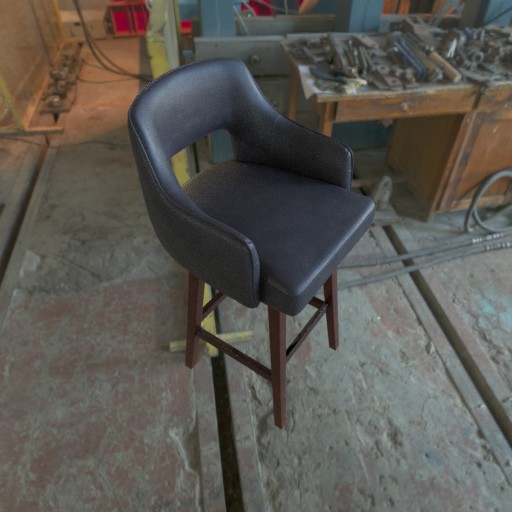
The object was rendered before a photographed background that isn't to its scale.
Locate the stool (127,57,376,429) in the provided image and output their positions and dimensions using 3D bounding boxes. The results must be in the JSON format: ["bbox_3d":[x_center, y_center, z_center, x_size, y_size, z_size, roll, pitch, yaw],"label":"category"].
[{"bbox_3d":[0.000,0.000,1.396,0.560,1.041,0.550,26,49,25],"label":"stool"}]
